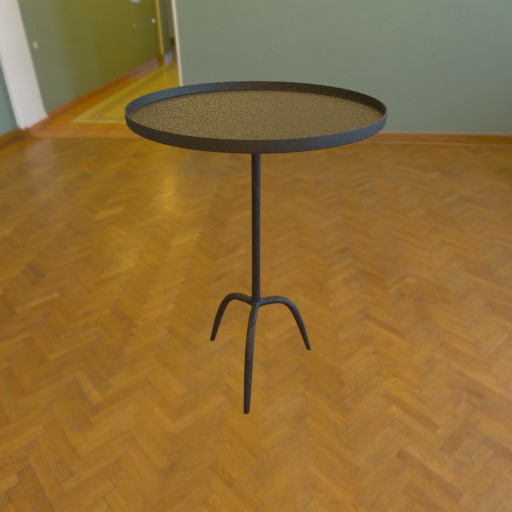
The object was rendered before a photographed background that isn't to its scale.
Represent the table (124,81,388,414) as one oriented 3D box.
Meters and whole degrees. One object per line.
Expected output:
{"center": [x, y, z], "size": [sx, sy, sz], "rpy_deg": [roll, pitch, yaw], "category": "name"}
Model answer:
{"center": [0.000, 0.000, 1.051], "size": [0.502, 0.700, 0.502], "rpy_deg": [1, 31, 2], "category": "table"}
